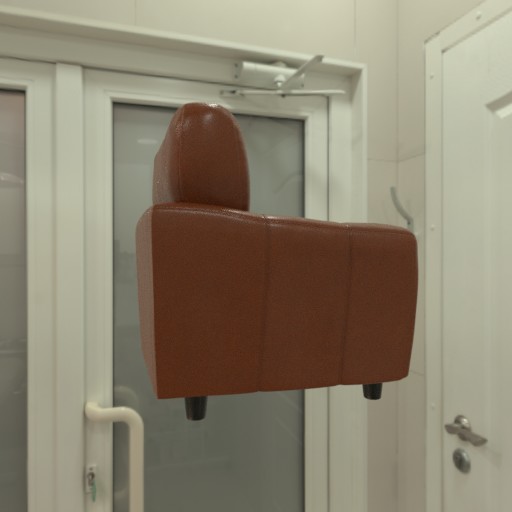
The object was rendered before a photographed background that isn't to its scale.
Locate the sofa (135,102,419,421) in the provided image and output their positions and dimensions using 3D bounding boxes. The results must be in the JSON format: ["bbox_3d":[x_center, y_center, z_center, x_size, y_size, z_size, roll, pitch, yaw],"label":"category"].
[{"bbox_3d":[0.000,0.000,1.546,0.789,0.876,0.836,0,0,-18],"label":"sofa"}]
